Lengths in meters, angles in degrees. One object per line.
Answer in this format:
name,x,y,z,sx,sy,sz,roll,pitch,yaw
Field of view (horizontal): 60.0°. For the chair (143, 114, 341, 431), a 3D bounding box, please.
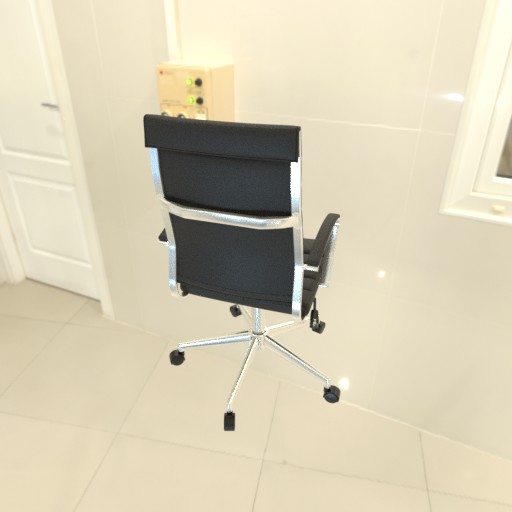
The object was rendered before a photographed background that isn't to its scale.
chair,0.000,0.000,1.689,0.766,1.149,0.739,9,31,16
